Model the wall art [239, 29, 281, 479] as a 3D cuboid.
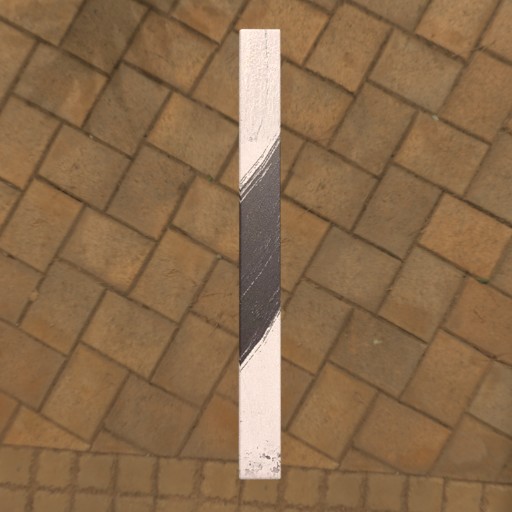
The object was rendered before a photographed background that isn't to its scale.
[{"bbox_3d":[0.000,0.000,0.749,0.050,0.508,0.507,0,89,-1],"label":"wall art"}]
